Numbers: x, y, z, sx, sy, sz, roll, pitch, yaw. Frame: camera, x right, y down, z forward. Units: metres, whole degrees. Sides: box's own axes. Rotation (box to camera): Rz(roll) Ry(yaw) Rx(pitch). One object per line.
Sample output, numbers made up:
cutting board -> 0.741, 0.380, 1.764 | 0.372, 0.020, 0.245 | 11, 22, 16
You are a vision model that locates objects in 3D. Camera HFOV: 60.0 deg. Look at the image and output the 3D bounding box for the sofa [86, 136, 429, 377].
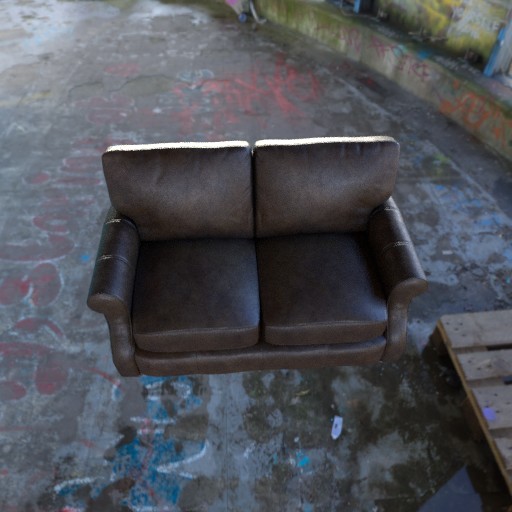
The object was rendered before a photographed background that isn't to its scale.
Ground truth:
sofa -> 0.000, 0.000, 2.355 | 1.616, 0.976, 0.990 | -3, 47, -3
